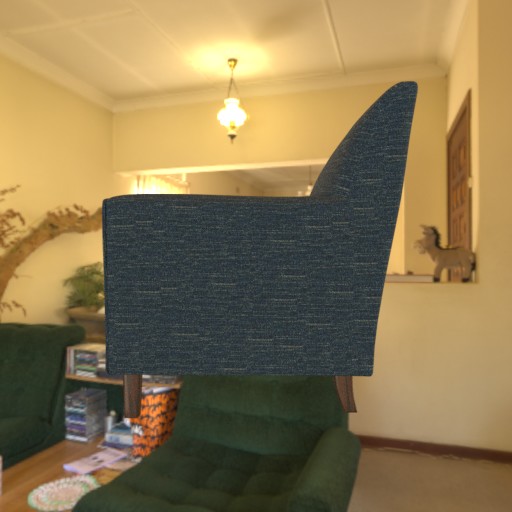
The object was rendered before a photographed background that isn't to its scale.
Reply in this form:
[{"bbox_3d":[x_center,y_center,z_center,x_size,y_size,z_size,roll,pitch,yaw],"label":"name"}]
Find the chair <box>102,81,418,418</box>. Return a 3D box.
[{"bbox_3d":[0.000,0.000,1.595,0.873,0.928,0.864,0,-1,1],"label":"chair"}]
